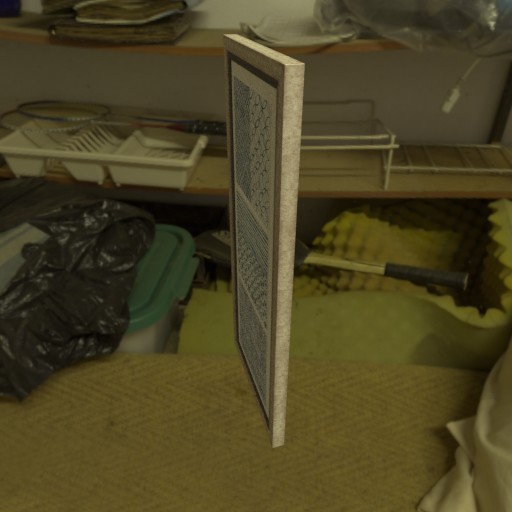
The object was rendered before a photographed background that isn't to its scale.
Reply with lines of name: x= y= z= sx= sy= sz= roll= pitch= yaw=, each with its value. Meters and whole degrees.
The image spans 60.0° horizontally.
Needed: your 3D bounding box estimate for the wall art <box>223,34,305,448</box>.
wall art: x=0.000 y=0.000 z=1.695 sx=0.051 sy=1.461 sz=0.648 roll=-9 pitch=33 yaw=-14
